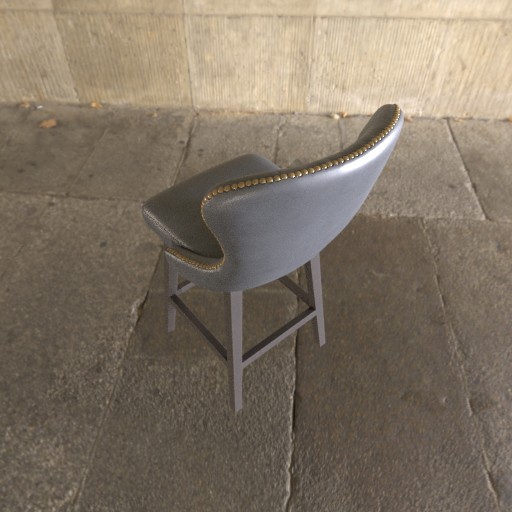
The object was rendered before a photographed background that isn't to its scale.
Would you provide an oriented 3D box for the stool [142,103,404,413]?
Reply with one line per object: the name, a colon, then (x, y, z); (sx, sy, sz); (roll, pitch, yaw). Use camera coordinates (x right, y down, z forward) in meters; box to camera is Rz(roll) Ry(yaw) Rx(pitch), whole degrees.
stool: (0.000, 0.000, 1.295); (0.528, 0.971, 0.593); (-31, 53, -27)
